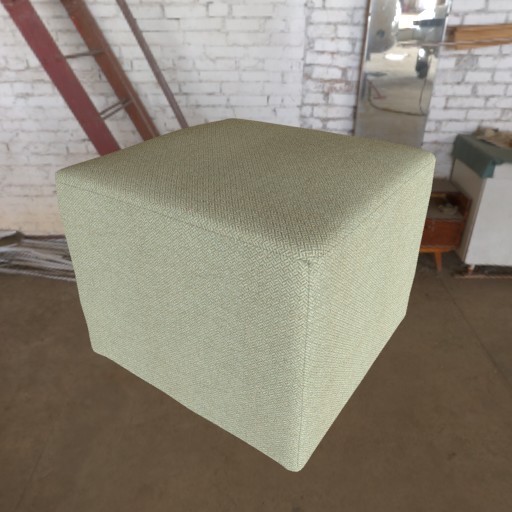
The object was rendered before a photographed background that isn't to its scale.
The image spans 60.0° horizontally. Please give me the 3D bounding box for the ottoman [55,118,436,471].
[{"bbox_3d":[0.000,0.000,0.898,0.521,0.453,0.512,19,35,30],"label":"ottoman"}]
